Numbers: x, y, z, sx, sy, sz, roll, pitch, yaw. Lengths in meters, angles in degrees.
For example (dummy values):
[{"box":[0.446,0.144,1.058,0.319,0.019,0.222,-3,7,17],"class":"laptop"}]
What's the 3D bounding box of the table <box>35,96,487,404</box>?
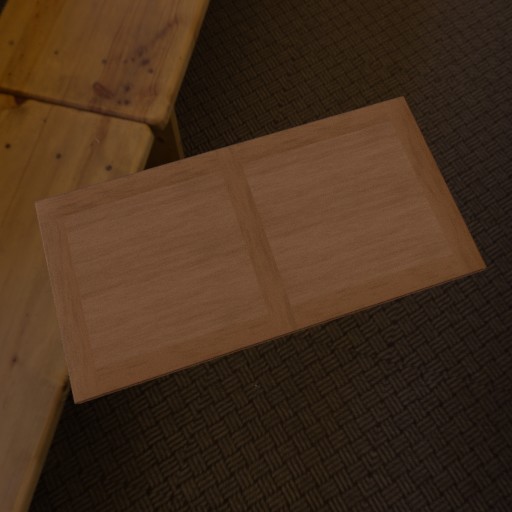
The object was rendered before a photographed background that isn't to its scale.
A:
[{"box":[0.000,0.000,2.508,1.982,0.762,1.000,-17,74,-5],"class":"table"}]
